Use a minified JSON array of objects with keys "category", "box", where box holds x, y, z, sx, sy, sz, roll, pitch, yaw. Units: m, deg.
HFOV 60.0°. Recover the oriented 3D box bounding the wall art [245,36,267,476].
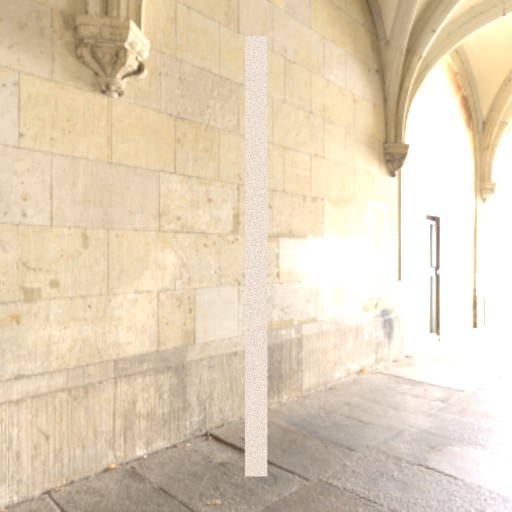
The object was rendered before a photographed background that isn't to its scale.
[{"category":"wall art","box":[0.000,0.000,0.842,0.028,0.559,0.559,0,0,0]}]
